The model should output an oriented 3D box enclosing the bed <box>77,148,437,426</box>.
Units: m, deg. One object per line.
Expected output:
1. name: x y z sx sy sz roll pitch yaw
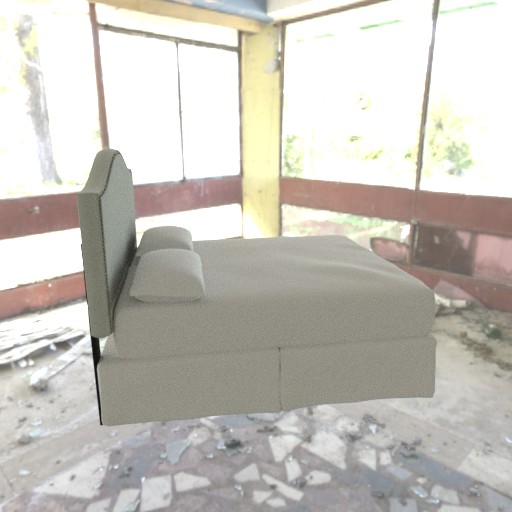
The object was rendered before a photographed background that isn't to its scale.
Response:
1. bed: 0.000 0.000 3.393 2.180 1.607 1.813 -3 16 -9
